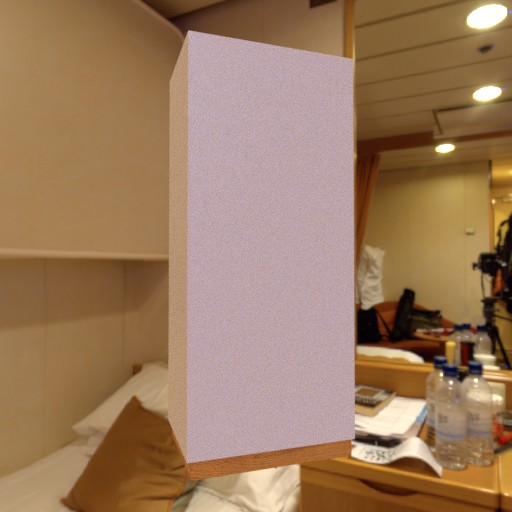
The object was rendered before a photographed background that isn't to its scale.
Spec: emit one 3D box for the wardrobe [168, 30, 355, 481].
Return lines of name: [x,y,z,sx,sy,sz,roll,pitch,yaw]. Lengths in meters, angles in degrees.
wardrobe: [0.000,0.000,2.423,0.860,2.040,0.600,0,-1,-19]
